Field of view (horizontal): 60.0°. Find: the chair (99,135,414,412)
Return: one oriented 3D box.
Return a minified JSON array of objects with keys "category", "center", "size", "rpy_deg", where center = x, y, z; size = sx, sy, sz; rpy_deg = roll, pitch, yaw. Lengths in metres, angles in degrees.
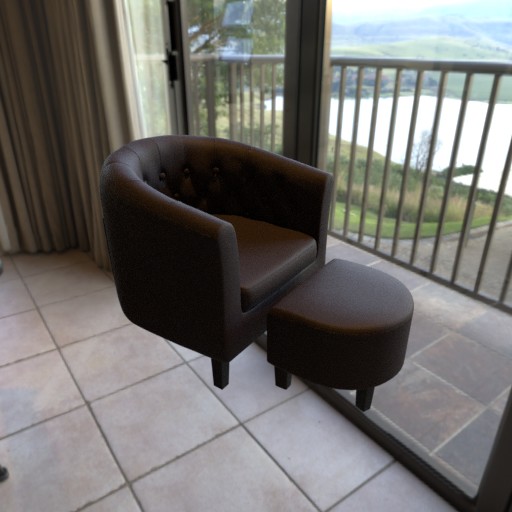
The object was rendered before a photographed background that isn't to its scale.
[{"category":"chair","center":[0.000,0.000,1.680],"size":[1.191,0.760,0.763],"rpy_deg":[17,31,32]}]
